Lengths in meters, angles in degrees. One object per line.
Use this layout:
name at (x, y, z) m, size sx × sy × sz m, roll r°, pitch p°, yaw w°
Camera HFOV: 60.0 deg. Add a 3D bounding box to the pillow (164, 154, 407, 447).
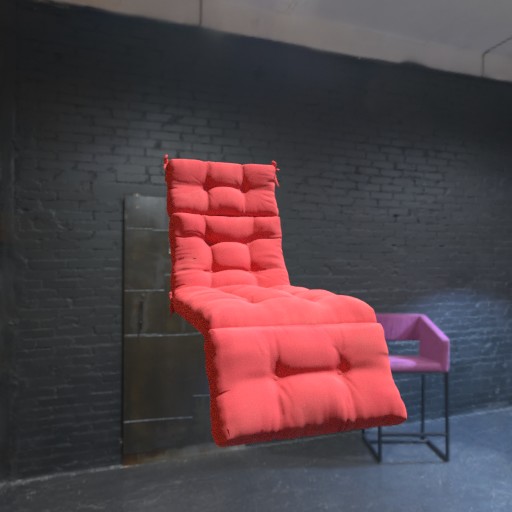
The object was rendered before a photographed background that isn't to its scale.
pillow at (0.000, 0.000, 1.492) m, size 0.526 × 0.863 × 1.016 m, roll 0°, pitch -1°, yaw -18°
